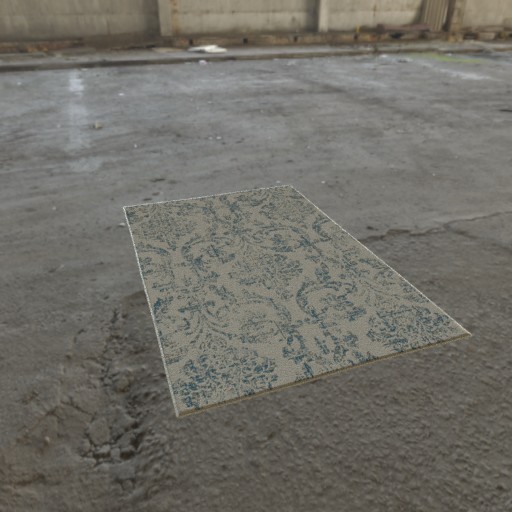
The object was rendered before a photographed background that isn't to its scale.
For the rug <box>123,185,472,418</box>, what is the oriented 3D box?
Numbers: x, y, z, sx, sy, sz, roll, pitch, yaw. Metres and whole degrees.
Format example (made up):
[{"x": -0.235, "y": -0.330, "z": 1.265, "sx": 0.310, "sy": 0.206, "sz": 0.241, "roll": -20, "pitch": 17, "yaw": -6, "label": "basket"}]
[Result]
[{"x": 0.000, "y": 0.000, "z": 2.371, "sx": 1.213, "sy": 0.012, "sz": 1.831, "roll": -10, "pitch": 31, "yaw": -17, "label": "rug"}]
